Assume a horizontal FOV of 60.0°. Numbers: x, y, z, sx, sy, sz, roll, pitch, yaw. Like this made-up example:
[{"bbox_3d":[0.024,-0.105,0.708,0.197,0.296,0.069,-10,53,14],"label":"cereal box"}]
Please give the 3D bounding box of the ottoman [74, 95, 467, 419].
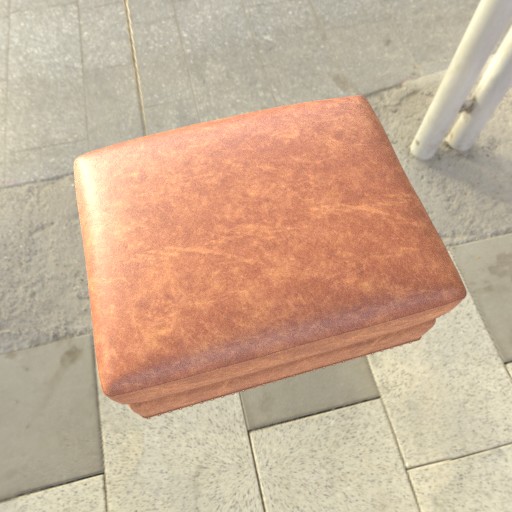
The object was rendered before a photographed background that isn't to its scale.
[{"bbox_3d":[0.000,0.000,1.113,0.742,0.486,0.586,-14,65,-7],"label":"ottoman"}]
